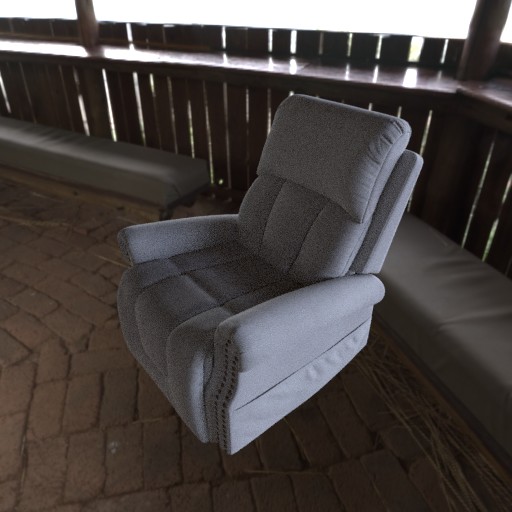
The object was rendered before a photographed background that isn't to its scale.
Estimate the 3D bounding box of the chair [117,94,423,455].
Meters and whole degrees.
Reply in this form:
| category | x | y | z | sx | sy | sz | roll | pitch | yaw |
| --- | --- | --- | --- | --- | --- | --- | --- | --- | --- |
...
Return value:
| category | x | y | z | sx | sy | sz | roll | pitch | yaw |
| --- | --- | --- | --- | --- | --- | --- | --- | --- | --- |
| chair | 0.000 | 0.000 | 1.715 | 0.979 | 1.031 | 0.871 | -22 | 38 | -32 |
